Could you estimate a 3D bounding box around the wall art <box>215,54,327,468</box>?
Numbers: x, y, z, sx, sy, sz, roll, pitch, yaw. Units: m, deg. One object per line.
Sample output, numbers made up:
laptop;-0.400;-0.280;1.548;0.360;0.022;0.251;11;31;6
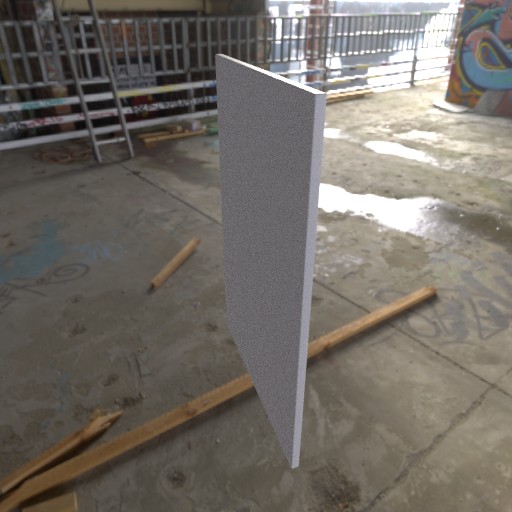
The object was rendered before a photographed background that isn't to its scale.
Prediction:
wall art;0.000;0.000;0.614;0.011;0.482;0.329;-10;31;-16
